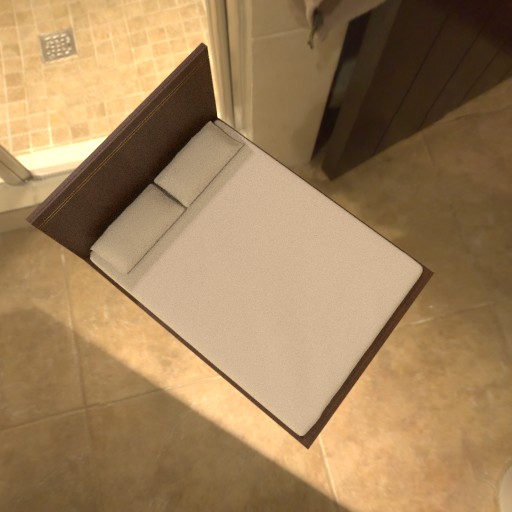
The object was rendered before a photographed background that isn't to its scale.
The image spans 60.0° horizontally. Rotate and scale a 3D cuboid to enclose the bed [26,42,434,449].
[{"bbox_3d":[0.000,0.000,3.179,2.221,1.169,1.613,38,78,10],"label":"bed"}]
